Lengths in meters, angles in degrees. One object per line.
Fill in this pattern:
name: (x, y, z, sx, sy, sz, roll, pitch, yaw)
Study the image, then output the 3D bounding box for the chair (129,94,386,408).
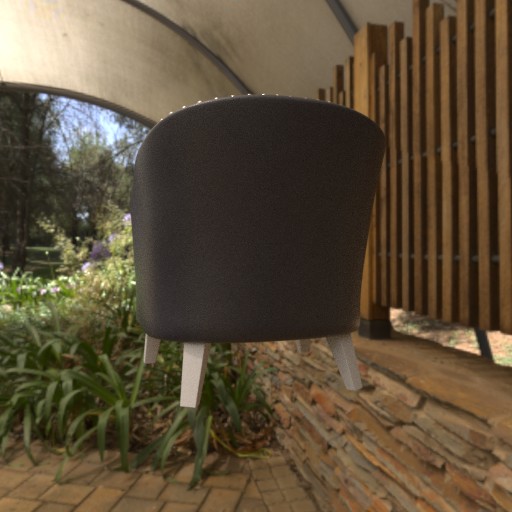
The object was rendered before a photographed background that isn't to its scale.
chair: (0.000, 0.000, 1.482, 0.794, 0.823, 0.748, 0, 0, -18)
